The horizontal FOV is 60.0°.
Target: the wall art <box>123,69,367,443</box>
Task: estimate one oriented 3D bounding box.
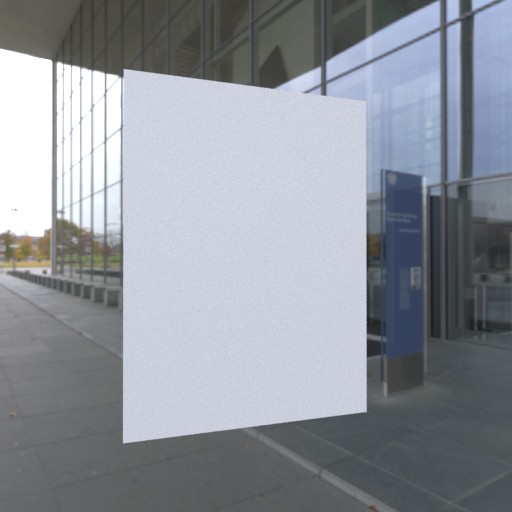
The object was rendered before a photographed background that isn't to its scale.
[{"bbox_3d":[0.000,0.000,0.797,0.457,0.610,0.003,0,0,-19],"label":"wall art"}]
